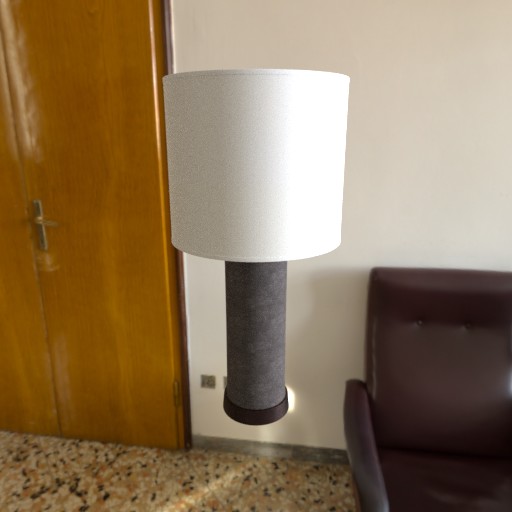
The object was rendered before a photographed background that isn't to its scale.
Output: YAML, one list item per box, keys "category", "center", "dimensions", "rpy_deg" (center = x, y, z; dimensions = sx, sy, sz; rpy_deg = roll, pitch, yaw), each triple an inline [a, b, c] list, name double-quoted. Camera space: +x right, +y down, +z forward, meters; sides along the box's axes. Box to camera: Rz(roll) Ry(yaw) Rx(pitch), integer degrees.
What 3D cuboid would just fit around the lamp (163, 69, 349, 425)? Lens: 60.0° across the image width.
- category: "lamp"
  center: [0.000, 0.000, 0.812]
  dimensions: [0.301, 0.630, 0.301]
  rpy_deg: [-8, 18, -26]
